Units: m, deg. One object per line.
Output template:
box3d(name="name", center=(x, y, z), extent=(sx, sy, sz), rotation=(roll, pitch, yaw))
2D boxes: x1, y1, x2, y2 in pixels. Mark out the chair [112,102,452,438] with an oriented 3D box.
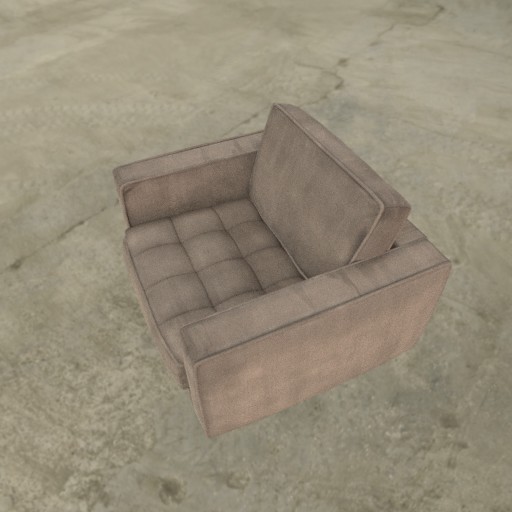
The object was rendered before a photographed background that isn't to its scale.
box3d(name="chair", center=(0.000, 0.000, 1.545), extent=(0.843, 0.773, 0.928), rotation=(-19, 48, -17))
